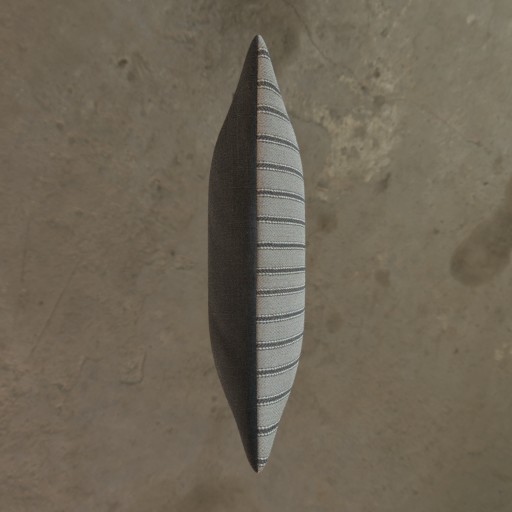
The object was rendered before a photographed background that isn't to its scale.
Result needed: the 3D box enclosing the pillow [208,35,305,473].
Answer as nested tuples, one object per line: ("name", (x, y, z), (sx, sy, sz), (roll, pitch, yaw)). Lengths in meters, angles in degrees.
("pillow", (0.000, 0.000, 0.681), (0.138, 0.444, 0.468), (0, 90, -1))
